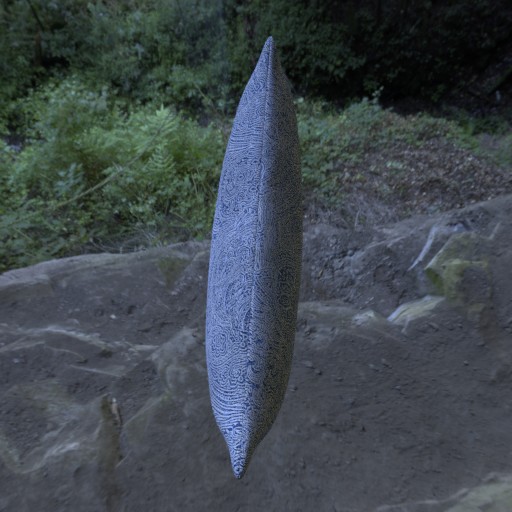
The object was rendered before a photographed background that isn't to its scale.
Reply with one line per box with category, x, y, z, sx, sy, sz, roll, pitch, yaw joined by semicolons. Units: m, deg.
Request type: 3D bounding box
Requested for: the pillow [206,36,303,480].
pillow;0.000;0.000;0.731;0.151;0.295;0.615;4;75;1
